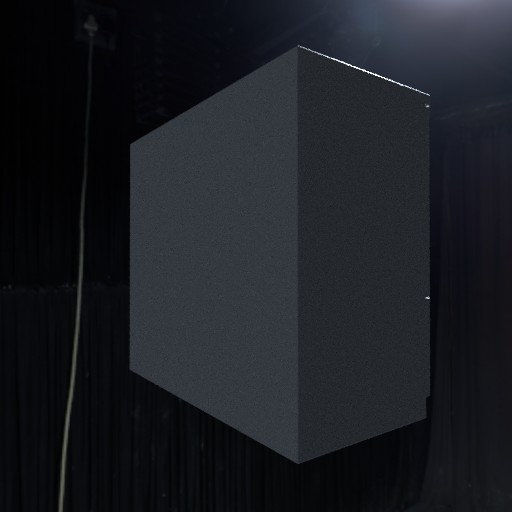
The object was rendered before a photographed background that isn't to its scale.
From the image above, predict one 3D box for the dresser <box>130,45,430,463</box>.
[{"bbox_3d":[0.000,0.000,1.242,0.420,0.740,0.830,0,-1,-36],"label":"dresser"}]
